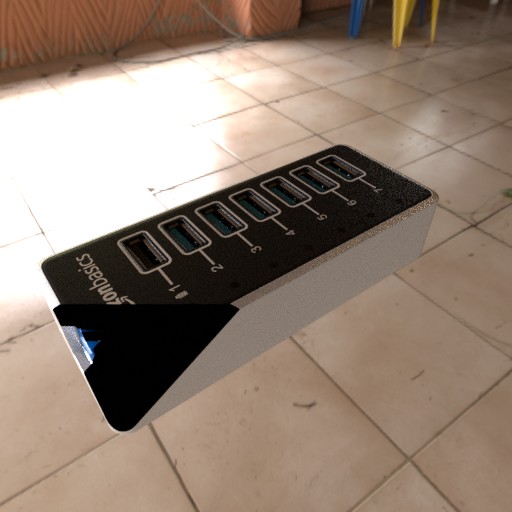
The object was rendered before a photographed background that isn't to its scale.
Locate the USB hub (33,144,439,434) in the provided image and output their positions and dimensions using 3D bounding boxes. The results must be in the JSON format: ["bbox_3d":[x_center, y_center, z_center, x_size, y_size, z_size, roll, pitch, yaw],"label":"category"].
[{"bbox_3d":[0.000,0.000,0.130,0.110,0.023,0.044,-26,48,-26],"label":"USB hub"}]
